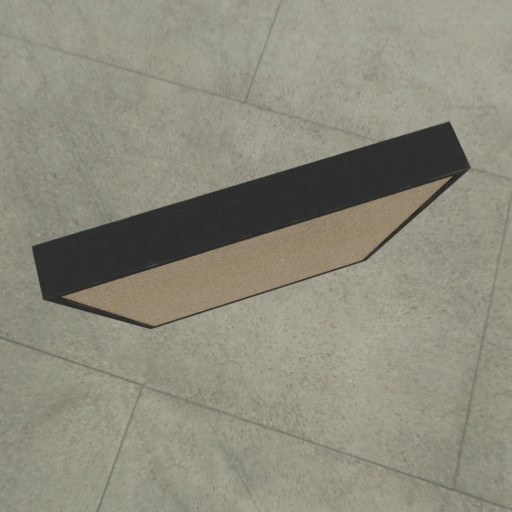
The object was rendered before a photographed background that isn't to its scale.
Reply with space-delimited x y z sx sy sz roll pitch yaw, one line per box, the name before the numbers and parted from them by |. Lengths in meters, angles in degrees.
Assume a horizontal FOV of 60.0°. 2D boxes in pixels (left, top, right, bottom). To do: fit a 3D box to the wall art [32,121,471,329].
wall art | 0.000 0.000 0.453 0.305 0.305 0.038 -17 78 -4
